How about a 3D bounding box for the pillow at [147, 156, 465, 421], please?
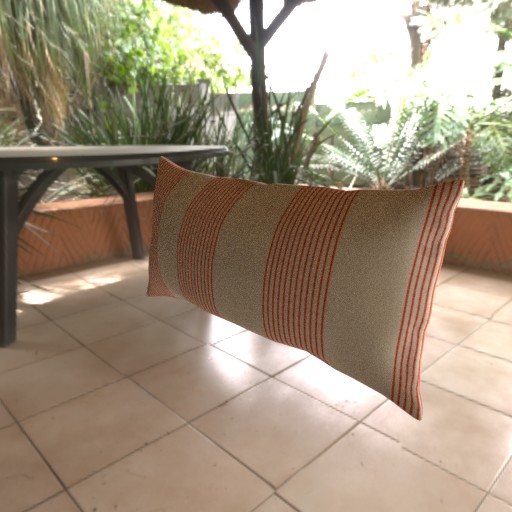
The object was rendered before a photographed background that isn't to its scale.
[{"bbox_3d":[0.000,0.000,0.720,0.608,0.292,0.156,15,22,42],"label":"pillow"}]
